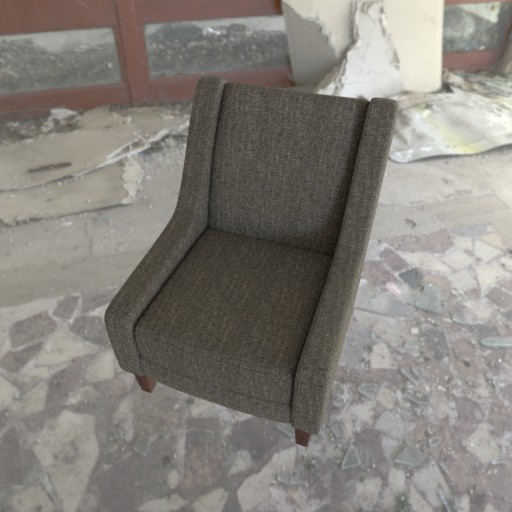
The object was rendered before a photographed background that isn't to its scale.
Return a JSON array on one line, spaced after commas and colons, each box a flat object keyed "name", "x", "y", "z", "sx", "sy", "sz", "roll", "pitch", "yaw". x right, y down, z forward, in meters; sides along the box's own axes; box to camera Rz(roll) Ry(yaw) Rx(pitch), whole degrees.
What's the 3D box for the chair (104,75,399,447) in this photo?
[{"name": "chair", "x": 0.000, "y": 0.000, "z": 1.713, "sx": 0.793, "sy": 1.012, "sz": 0.944, "roll": 13, "pitch": 42, "yaw": 15}]
